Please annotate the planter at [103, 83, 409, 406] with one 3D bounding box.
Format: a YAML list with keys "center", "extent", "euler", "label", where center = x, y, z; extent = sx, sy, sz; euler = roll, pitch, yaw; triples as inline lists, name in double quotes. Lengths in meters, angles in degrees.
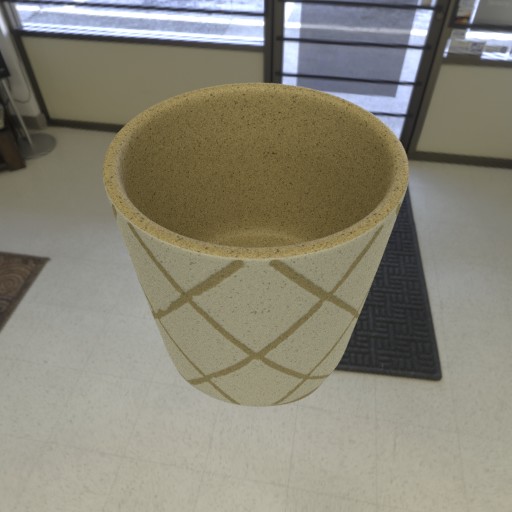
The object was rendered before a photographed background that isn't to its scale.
- center: [0.000, 0.000, 0.421]
  extent: [0.228, 0.235, 0.228]
  euler: [0, 46, 0]
  label: "planter"
